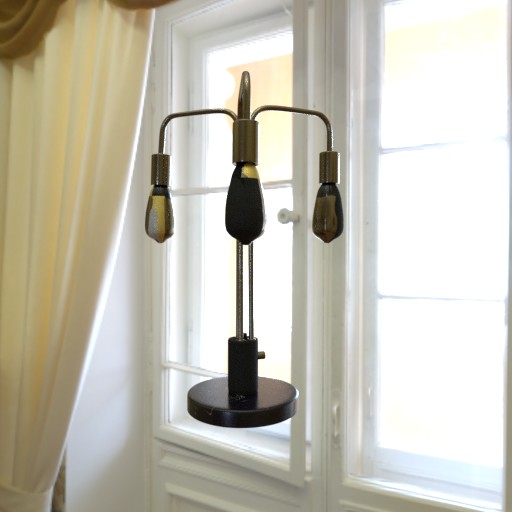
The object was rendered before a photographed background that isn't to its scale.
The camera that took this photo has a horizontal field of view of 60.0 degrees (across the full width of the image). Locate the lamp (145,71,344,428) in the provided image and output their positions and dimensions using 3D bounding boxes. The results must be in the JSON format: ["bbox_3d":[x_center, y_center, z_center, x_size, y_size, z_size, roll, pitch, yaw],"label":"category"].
[{"bbox_3d":[0.000,0.000,0.799,0.368,0.560,0.355,0,1,-18],"label":"lamp"}]
